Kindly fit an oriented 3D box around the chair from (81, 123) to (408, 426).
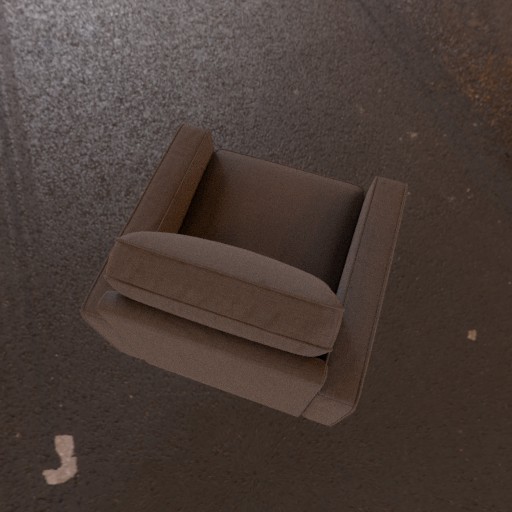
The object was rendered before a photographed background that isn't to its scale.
[{"bbox_3d":[0.000,0.000,1.754,1.017,0.919,0.940,17,65,8],"label":"chair"}]
